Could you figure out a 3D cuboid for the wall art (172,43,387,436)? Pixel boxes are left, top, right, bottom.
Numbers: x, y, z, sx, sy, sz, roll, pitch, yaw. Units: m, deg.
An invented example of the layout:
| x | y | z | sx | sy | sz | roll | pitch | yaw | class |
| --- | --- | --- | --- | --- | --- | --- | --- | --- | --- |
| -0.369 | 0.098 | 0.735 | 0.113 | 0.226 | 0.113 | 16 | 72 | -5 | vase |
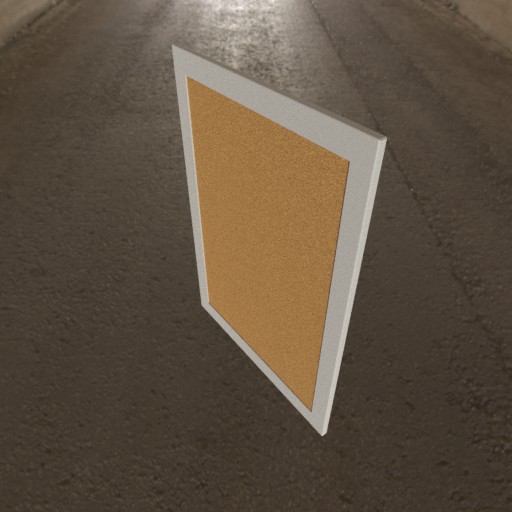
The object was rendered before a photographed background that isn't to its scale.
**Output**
| x | y | z | sx | sy | sz | roll | pitch | yaw | class |
| --- | --- | --- | --- | --- | --- | --- | --- | --- | --- |
| 0.000 | 0.000 | 0.679 | 0.012 | 0.529 | 0.374 | -27 | 47 | -28 | wall art |
